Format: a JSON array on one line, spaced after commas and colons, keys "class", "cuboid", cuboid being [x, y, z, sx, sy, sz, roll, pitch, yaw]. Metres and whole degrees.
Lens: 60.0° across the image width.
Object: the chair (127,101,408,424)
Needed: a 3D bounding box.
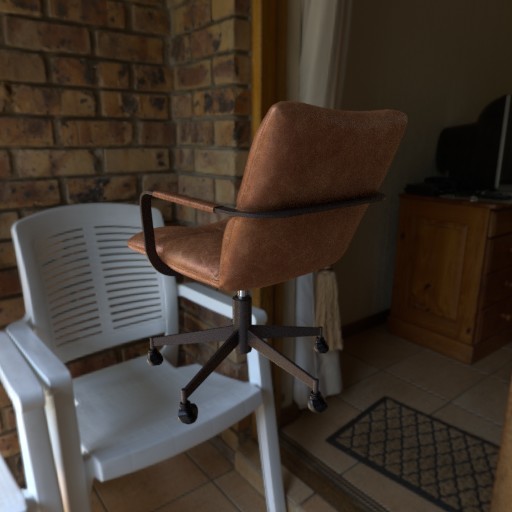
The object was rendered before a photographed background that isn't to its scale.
[{"class": "chair", "cuboid": [0.000, 0.000, 1.487, 0.727, 0.922, 0.754, -14, 20, -42]}]
